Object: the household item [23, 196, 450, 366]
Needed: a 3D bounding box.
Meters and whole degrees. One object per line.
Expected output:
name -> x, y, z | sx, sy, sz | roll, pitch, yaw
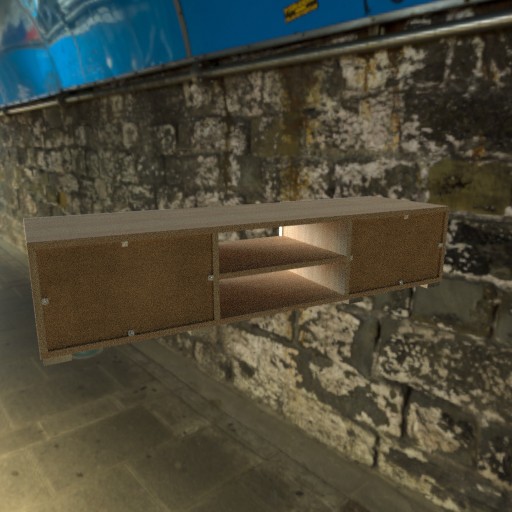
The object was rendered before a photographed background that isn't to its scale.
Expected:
household item -> 0.000, 0.000, 1.539 | 1.400, 0.310, 0.420 | -7, 15, -27
